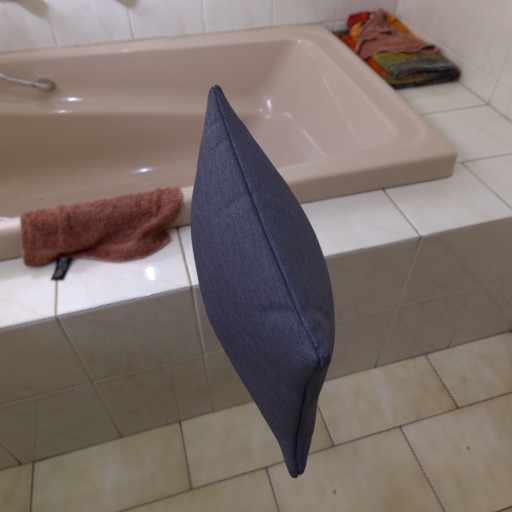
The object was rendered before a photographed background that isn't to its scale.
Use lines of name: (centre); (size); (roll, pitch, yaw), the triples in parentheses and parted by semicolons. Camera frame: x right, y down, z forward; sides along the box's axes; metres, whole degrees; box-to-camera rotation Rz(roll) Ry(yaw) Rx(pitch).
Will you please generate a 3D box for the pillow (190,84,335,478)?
pillow: (0.000, 0.000, 0.771); (0.210, 0.338, 0.633); (-10, 47, -9)
